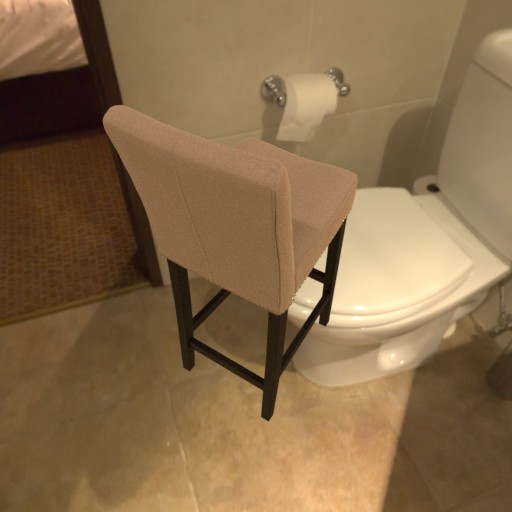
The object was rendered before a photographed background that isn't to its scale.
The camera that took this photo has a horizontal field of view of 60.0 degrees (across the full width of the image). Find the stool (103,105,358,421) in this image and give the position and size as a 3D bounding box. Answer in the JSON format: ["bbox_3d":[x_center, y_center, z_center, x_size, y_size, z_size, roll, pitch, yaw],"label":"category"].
[{"bbox_3d":[0.000,0.000,1.318,0.411,1.047,0.548,25,51,22],"label":"stool"}]
